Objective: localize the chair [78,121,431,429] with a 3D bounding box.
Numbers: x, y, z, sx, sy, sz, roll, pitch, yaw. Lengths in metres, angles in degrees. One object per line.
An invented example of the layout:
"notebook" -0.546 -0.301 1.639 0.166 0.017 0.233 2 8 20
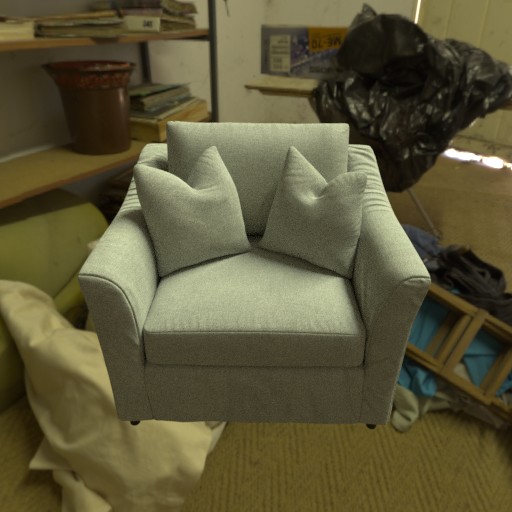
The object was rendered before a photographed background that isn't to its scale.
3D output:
"chair" 0.000 0.000 2.021 1.194 1.059 1.071 1 29 1
